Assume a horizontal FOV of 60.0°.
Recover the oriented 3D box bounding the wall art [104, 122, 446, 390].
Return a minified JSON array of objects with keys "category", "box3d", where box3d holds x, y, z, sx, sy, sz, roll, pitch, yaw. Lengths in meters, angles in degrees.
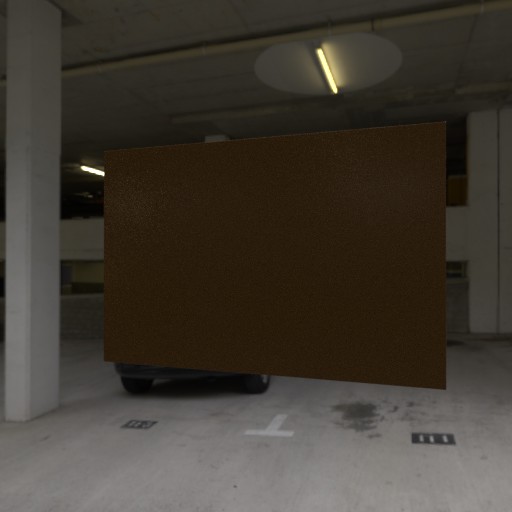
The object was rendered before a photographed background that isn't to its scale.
[{"category":"wall art","box3d":[0.000,0.000,1.451,1.145,0.762,0.041,0,0,18]}]
